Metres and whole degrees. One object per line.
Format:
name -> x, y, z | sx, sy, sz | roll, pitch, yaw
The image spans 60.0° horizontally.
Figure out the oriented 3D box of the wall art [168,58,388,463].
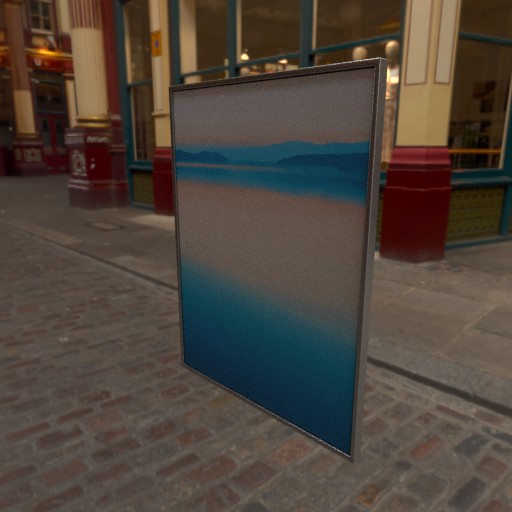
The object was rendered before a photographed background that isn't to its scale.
wall art -> 0.000, 0.000, 1.397 | 0.801, 1.062, 0.037 | 14, 20, 42
